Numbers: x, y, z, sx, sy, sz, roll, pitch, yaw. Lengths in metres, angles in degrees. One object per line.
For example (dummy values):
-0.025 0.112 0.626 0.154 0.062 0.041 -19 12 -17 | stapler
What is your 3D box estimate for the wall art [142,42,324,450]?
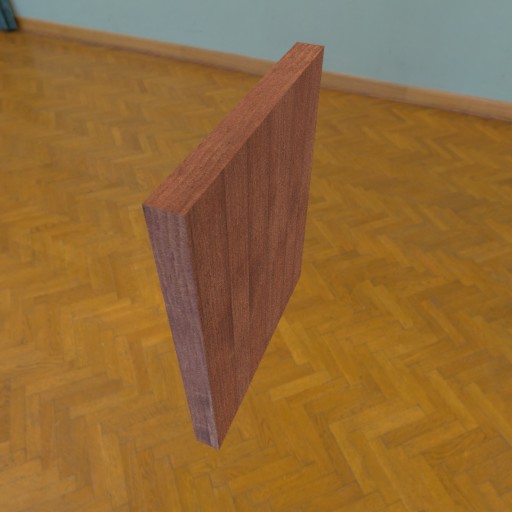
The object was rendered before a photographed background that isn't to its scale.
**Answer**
0.000 0.000 0.626 0.039 0.449 0.377 16 47 16 | wall art
